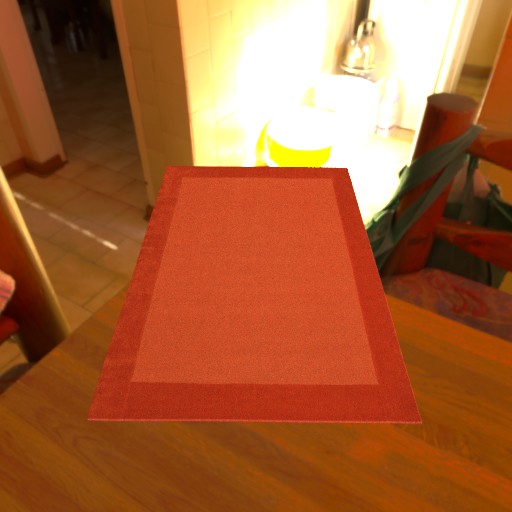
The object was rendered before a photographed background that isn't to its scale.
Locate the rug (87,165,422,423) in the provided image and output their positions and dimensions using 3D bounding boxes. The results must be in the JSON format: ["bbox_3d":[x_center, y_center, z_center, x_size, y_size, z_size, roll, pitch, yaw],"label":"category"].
[{"bbox_3d":[0.000,0.000,2.298,1.219,0.014,1.829,0,41,0],"label":"rug"}]
